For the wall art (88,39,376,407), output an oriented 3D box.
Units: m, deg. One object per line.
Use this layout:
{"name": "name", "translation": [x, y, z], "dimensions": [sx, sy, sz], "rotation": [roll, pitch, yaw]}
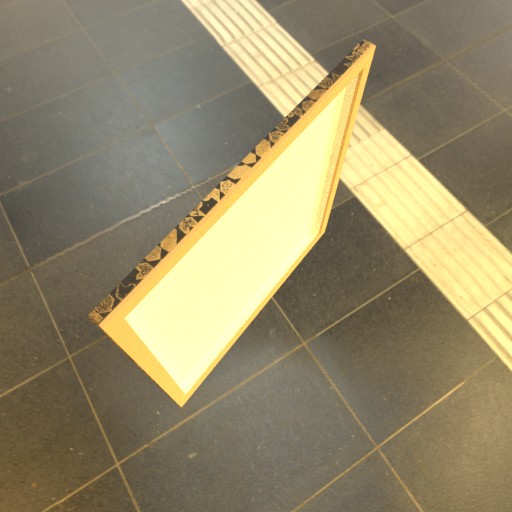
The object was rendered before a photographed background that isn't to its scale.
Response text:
{"name": "wall art", "translation": [0.000, 0.000, 1.337], "dimensions": [0.038, 0.914, 0.914], "rotation": [35, 68, 16]}
